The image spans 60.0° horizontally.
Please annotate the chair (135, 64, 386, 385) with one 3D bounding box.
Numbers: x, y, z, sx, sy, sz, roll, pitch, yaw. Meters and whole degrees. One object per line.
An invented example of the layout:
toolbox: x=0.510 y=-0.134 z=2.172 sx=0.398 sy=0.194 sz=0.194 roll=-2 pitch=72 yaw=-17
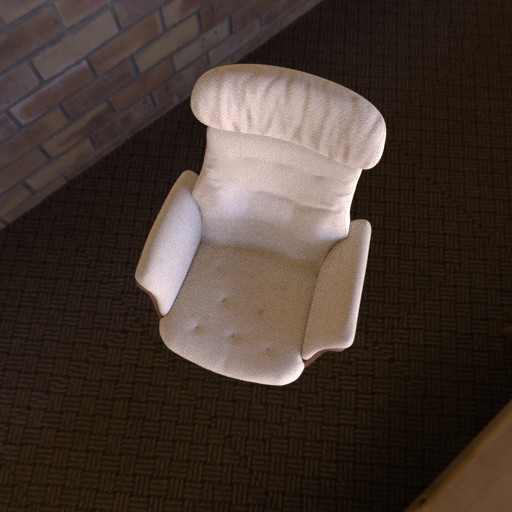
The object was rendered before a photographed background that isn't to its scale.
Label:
chair: x=0.000 y=0.000 z=1.557 sx=0.785 sy=0.995 sz=0.837 roll=17 pitch=75 yaw=5
